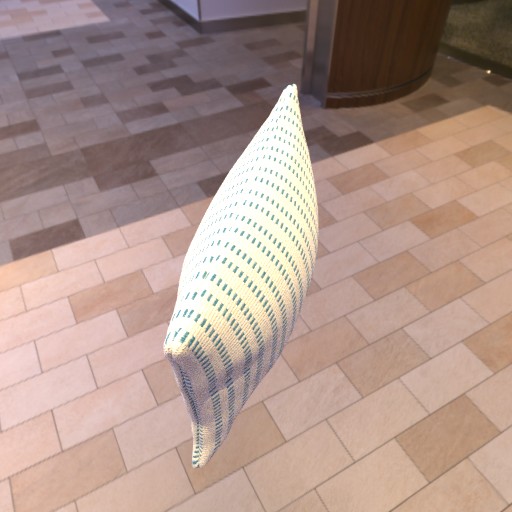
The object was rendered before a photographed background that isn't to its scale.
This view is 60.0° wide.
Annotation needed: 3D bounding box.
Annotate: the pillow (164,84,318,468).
[{"bbox_3d":[0.000,0.000,0.792,0.210,0.353,0.640,11,47,10],"label":"pillow"}]
